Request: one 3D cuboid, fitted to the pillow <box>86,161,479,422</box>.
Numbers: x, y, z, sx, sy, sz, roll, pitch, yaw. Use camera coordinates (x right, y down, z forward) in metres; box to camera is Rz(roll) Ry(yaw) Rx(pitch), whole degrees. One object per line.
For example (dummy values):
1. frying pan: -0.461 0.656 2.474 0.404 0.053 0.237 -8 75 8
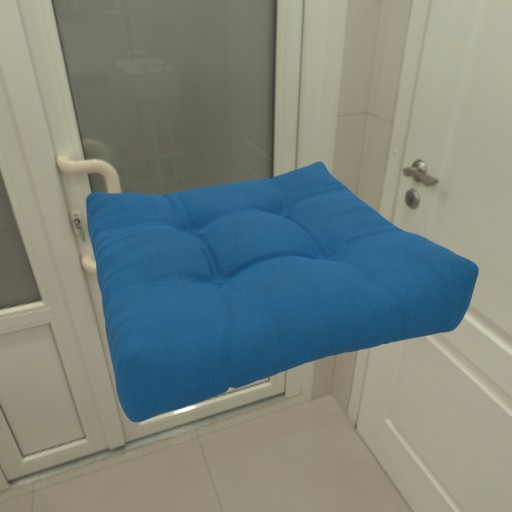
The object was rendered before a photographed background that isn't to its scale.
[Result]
1. pillow: 0.000 0.000 0.715 0.490 0.128 0.468 -12 33 -18
